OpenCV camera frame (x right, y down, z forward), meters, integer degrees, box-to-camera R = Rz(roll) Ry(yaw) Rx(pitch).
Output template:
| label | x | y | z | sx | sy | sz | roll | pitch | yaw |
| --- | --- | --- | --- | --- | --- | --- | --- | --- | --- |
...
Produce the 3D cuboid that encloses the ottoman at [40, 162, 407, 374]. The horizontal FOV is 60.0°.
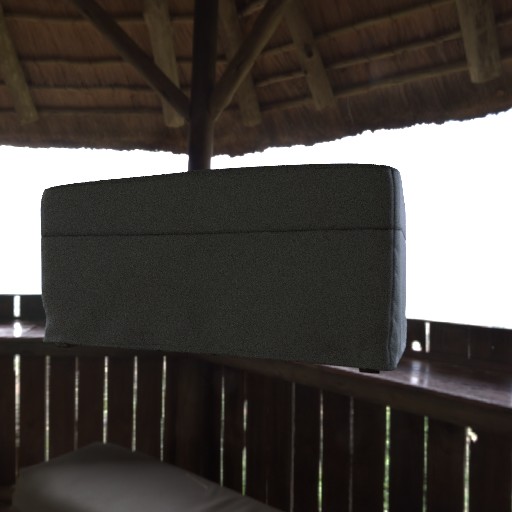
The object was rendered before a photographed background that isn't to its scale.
| label | x | y | z | sx | sy | sz | roll | pitch | yaw |
| --- | --- | --- | --- | --- | --- | --- | --- | --- | --- |
| ottoman | 0.000 | 0.000 | 1.308 | 0.842 | 0.441 | 0.843 | 0 | 0 | 19 |
